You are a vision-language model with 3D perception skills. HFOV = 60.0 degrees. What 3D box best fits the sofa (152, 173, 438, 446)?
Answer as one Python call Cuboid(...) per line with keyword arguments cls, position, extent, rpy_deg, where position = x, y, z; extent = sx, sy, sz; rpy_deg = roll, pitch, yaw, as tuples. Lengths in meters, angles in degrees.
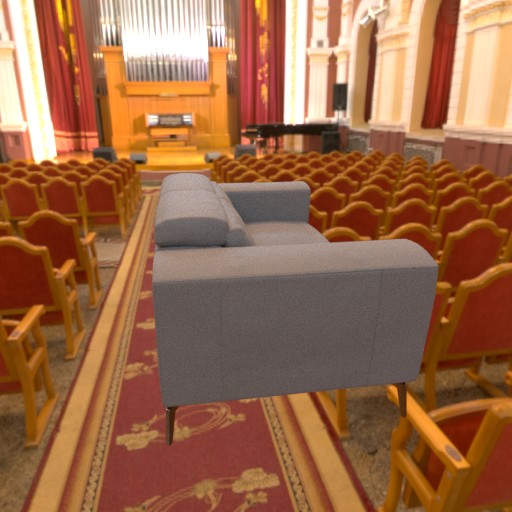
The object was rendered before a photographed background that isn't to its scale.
Cuboid(cls="sofa", position=(0.000, 0.000, 2.399), extent=(1.003, 0.779, 1.895), rpy_deg=(-3, 18, -9))
